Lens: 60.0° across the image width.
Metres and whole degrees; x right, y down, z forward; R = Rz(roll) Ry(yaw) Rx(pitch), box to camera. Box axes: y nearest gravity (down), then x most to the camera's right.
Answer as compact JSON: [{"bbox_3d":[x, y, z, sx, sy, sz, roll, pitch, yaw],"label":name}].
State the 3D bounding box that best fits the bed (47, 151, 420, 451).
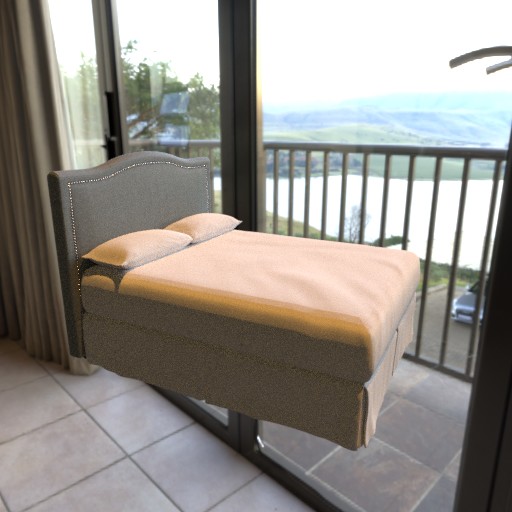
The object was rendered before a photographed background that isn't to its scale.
[{"bbox_3d":[0.000,0.000,3.267,2.143,1.460,1.753,8,18,27],"label":"bed"}]
